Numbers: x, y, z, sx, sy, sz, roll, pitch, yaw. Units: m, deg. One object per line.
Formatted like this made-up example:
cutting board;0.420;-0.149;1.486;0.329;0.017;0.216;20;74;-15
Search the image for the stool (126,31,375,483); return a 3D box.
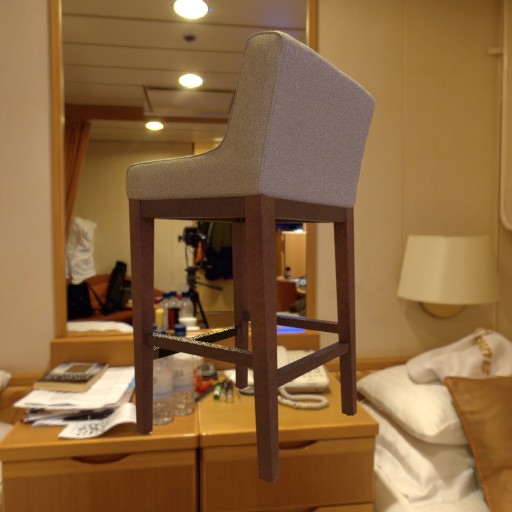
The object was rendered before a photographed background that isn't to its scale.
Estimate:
stool;0.000;0.000;1.215;0.500;0.937;0.511;2;3;35
